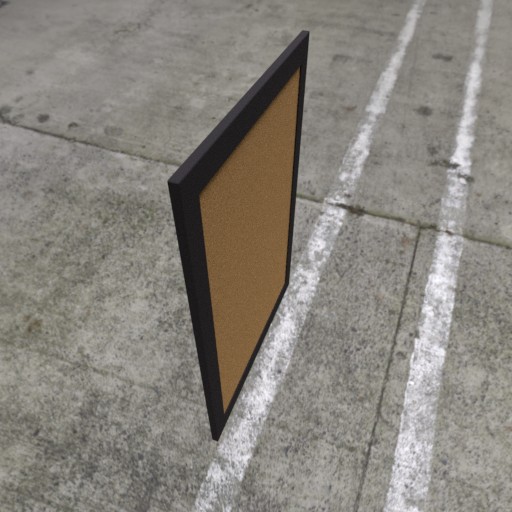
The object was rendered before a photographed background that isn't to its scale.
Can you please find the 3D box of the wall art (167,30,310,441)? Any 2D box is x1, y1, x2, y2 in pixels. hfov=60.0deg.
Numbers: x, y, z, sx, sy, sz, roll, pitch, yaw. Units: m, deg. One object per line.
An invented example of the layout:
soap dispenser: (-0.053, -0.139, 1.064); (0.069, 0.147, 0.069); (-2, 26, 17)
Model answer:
wall art: (0.000, 0.000, 0.675); (0.012, 0.529, 0.374); (16, 48, 15)
